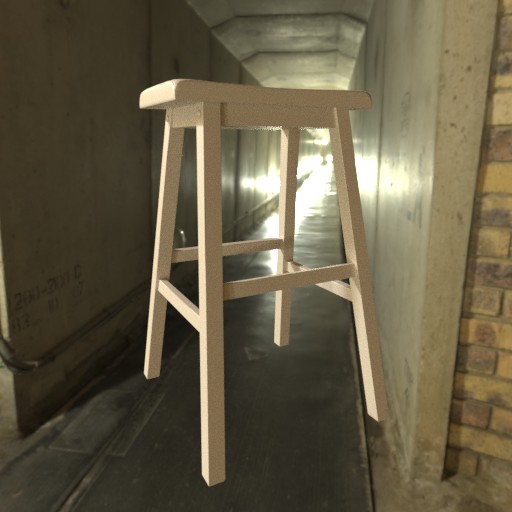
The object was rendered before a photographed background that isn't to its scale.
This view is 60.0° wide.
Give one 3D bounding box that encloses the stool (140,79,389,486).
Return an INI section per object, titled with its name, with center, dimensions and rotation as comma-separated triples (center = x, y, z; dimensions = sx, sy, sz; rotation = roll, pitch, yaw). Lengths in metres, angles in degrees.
[stool]
center = 0.000, 0.000, 1.051
dimensions = 0.457, 0.737, 0.476
rotation = -8, 16, -27
